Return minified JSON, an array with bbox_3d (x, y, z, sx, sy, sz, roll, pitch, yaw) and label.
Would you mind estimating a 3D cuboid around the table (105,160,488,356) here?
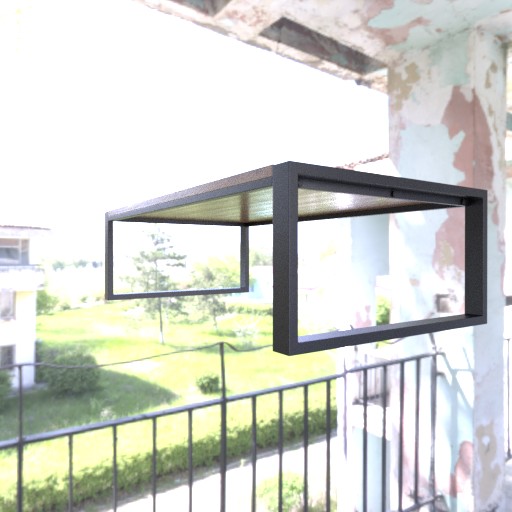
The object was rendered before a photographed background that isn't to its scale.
[{"bbox_3d":[0.000,0.000,1.668,0.750,0.400,1.350,0,0,-34],"label":"table"}]
